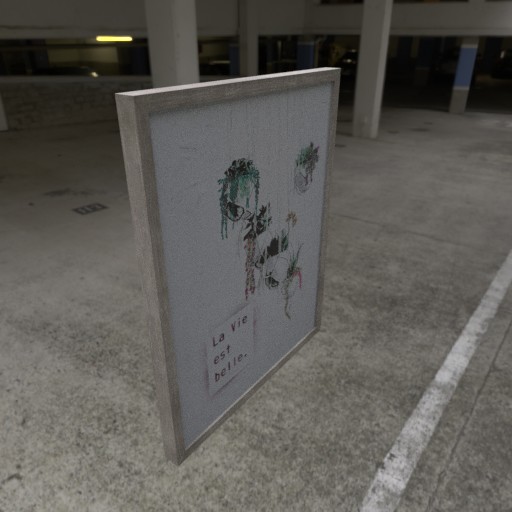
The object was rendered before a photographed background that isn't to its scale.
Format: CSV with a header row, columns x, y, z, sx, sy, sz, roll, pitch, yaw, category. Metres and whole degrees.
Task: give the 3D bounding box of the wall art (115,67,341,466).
x,y,z,sx,sy,sz,roll,pitch,yaw,category
0.000,0.000,0.696,0.032,0.521,0.421,19,33,32,wall art
